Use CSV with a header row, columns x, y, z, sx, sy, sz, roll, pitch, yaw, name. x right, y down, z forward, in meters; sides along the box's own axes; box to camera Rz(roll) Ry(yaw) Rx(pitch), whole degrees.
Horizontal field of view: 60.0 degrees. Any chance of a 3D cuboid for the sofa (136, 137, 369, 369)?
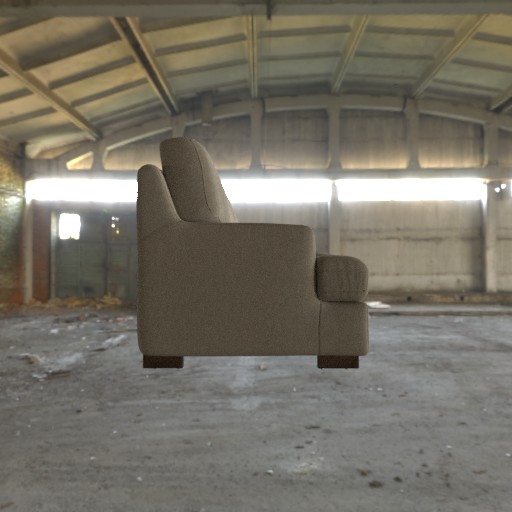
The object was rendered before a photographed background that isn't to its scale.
x,y,z,sx,sy,sz,roll,pitch,yaw,name
0.000,0.000,2.940,0.962,0.980,2.354,0,-2,0,sofa
